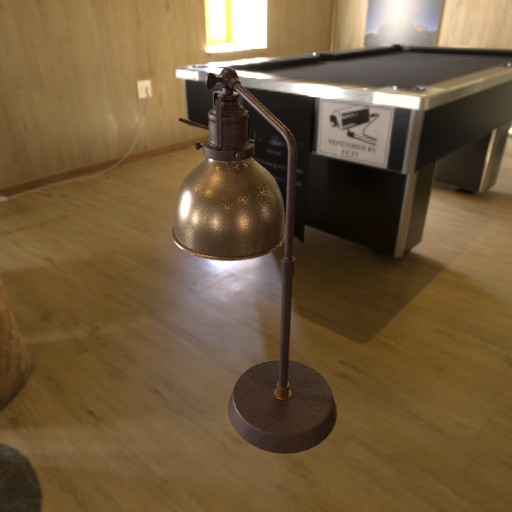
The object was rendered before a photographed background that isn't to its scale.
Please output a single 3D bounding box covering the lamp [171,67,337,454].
[{"bbox_3d":[0.000,0.000,0.608,0.175,0.469,0.298,-18,34,-29],"label":"lamp"}]
